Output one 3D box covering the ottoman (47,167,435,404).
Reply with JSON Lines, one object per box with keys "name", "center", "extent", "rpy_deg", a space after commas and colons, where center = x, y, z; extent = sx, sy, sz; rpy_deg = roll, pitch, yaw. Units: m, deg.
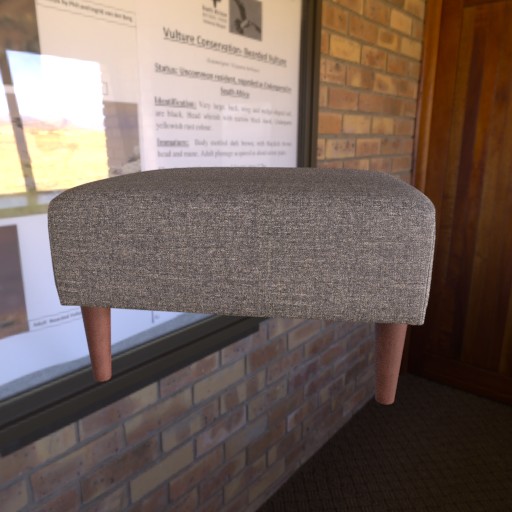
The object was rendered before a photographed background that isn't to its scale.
{"name": "ottoman", "center": [0.000, 0.000, 1.048], "extent": [0.655, 0.399, 0.648], "rpy_deg": [2, 15, 8]}
